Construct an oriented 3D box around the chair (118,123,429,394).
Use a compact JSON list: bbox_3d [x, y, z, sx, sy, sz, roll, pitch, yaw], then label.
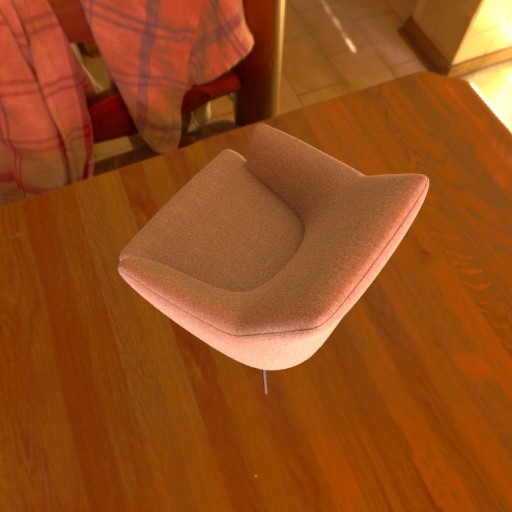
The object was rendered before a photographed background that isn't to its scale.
[{"bbox_3d":[0.000,0.000,1.349,0.677,0.874,0.642,35,69,16],"label":"chair"}]
